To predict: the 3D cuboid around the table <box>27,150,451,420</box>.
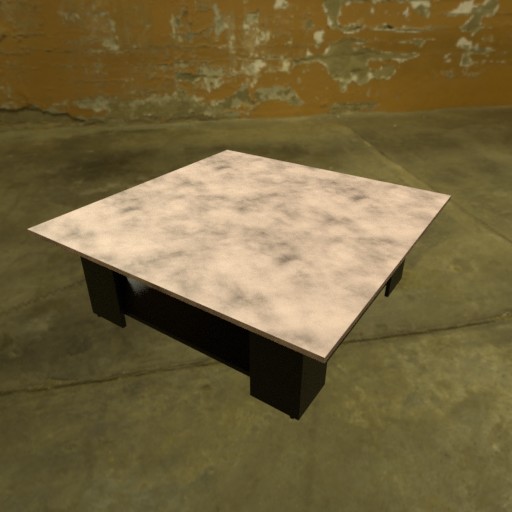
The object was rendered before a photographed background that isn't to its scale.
[{"bbox_3d":[0.000,0.000,1.376,0.890,0.305,0.890,19,35,29],"label":"table"}]
